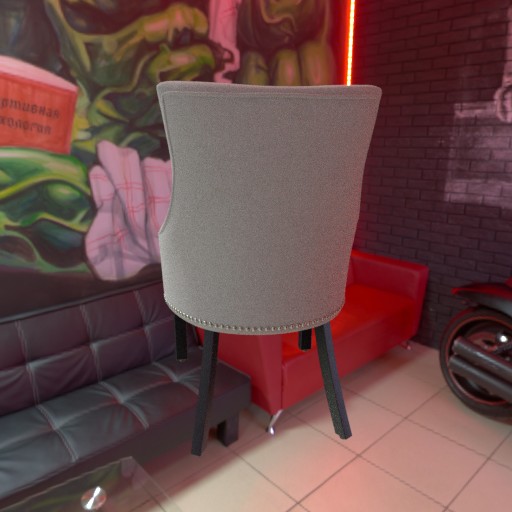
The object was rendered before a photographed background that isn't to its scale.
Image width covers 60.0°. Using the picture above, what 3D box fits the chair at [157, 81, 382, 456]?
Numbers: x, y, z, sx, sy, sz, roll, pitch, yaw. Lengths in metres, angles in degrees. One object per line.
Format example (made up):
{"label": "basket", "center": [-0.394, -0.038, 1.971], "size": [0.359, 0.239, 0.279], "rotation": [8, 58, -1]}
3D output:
{"label": "chair", "center": [0.000, 0.000, 1.318], "size": [0.566, 0.909, 0.629], "rotation": [-2, 15, -9]}
